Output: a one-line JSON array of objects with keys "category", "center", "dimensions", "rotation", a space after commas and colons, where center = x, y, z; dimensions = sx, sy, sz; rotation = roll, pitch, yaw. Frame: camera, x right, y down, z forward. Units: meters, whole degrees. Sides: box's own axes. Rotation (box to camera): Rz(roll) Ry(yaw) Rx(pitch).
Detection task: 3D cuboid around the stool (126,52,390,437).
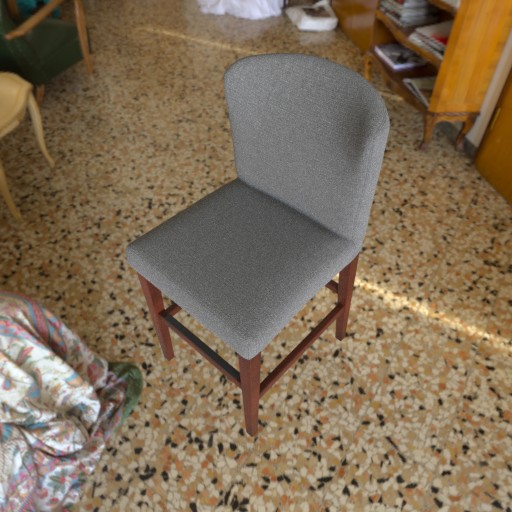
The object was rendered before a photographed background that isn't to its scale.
[{"category": "stool", "center": [0.000, 0.000, 1.294], "dimensions": [0.479, 0.968, 0.568], "rotation": [33, 54, 28]}]
